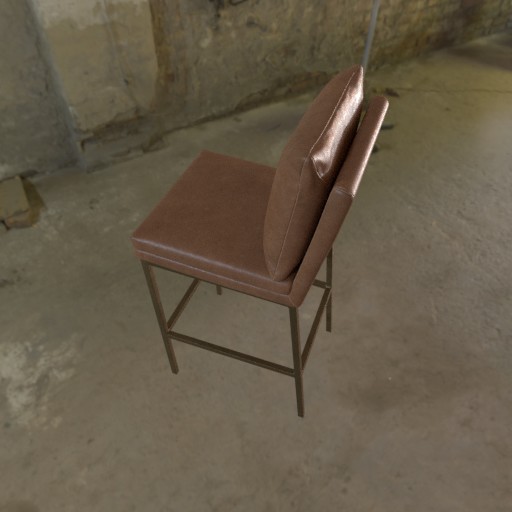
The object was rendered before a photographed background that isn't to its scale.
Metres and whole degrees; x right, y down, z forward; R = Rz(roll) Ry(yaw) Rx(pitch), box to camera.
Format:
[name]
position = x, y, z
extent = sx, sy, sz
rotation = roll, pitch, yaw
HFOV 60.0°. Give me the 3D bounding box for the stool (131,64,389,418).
[stool]
position = 0.000, 0.000, 1.421
extent = 0.571, 1.124, 0.463
rotation = 16, 49, 14
